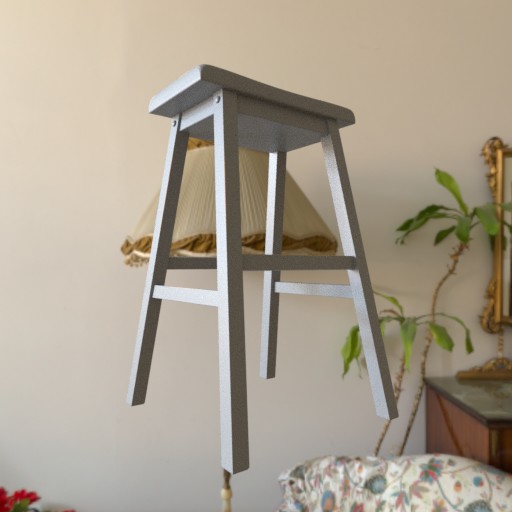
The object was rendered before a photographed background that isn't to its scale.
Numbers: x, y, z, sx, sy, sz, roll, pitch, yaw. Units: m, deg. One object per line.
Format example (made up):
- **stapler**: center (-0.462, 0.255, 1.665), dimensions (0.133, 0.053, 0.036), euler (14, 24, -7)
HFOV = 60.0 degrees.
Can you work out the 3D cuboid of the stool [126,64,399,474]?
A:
- **stool**: center (0.000, 0.000, 1.068), dimensions (0.457, 0.737, 0.476), euler (1, -1, -37)
